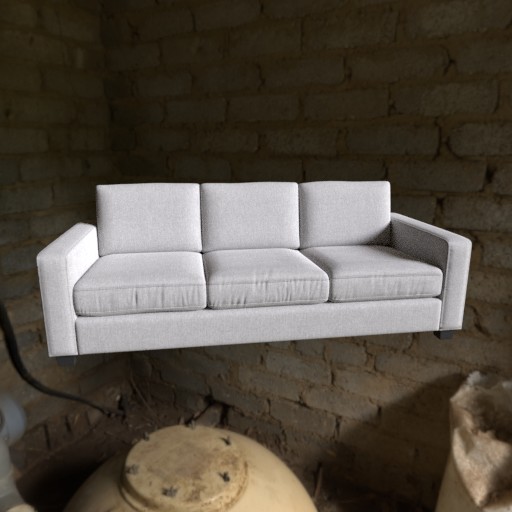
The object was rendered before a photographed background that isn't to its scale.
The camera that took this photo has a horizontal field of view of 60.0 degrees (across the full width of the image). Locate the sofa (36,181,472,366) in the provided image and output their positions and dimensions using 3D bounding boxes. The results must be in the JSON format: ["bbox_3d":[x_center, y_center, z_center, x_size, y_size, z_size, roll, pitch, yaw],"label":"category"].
[{"bbox_3d":[0.000,0.000,2.566,2.120,0.800,0.900,-2,15,-8],"label":"sofa"}]
